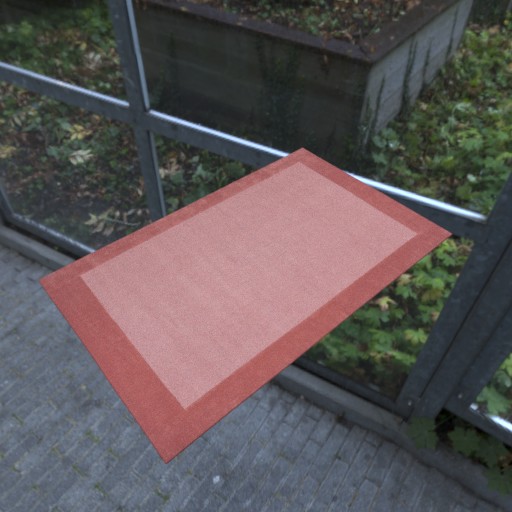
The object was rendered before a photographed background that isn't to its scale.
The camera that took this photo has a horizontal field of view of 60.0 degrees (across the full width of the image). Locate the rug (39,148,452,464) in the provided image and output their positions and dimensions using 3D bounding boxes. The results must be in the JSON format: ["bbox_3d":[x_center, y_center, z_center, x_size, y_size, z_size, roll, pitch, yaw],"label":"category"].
[{"bbox_3d":[0.000,0.000,3.044,2.438,0.014,1.524,-32,53,-27],"label":"rug"}]
